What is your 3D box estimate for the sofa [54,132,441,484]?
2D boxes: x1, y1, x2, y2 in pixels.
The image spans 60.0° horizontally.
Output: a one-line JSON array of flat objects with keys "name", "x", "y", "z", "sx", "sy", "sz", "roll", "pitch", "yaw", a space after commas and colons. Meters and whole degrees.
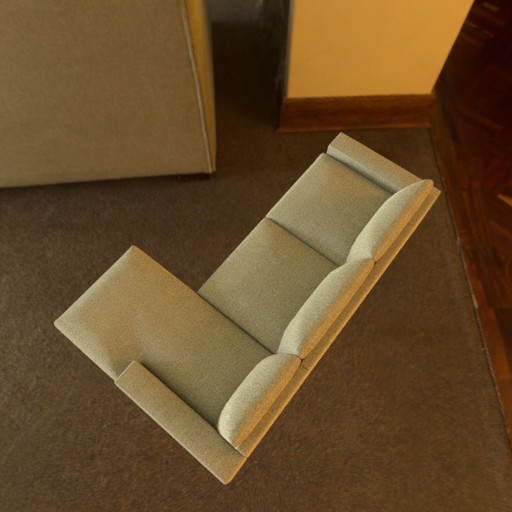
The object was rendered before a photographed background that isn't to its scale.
[{"name": "sofa", "x": 0.000, "y": 0.000, "z": 3.459, "sx": 1.689, "sy": 0.813, "sz": 2.718, "roll": 36, "pitch": 70, "yaw": 15}]
